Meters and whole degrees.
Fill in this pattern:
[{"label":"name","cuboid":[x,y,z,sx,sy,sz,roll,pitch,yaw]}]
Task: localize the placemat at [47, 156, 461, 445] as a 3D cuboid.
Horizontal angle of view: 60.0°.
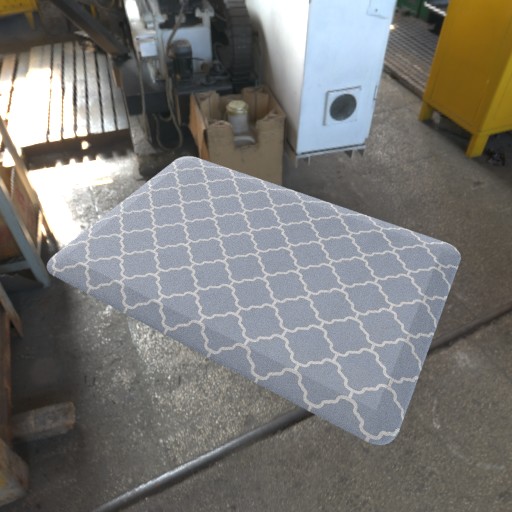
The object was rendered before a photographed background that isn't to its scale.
[{"label":"placemat","cuboid":[0.000,0.000,0.948,0.762,0.021,0.508,22,49,21]}]
